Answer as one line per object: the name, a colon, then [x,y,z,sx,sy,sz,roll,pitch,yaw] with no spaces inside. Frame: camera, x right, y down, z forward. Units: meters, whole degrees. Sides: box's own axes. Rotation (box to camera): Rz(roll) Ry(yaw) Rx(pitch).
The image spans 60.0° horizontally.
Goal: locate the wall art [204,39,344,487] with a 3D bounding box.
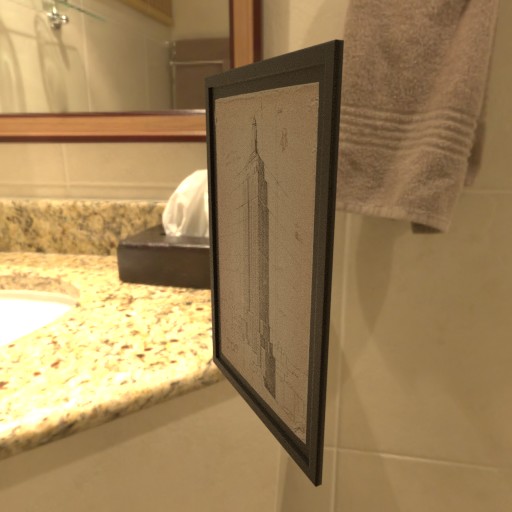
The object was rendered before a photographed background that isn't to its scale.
wall art: [0.000,0.000,0.822,0.012,0.661,0.451,-8,18,-26]
